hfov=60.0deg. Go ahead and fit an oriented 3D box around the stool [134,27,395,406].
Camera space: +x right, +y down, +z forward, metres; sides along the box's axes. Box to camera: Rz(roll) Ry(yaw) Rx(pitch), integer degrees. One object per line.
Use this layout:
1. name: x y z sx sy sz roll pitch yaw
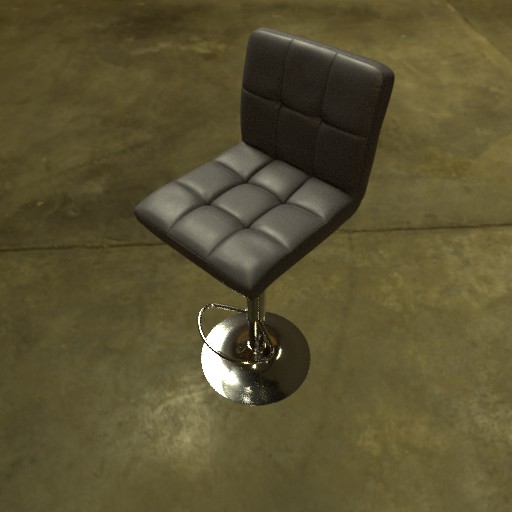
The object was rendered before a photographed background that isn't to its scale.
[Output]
1. stool: 0.000 0.000 1.341 0.430 1.115 0.505 32 54 28
